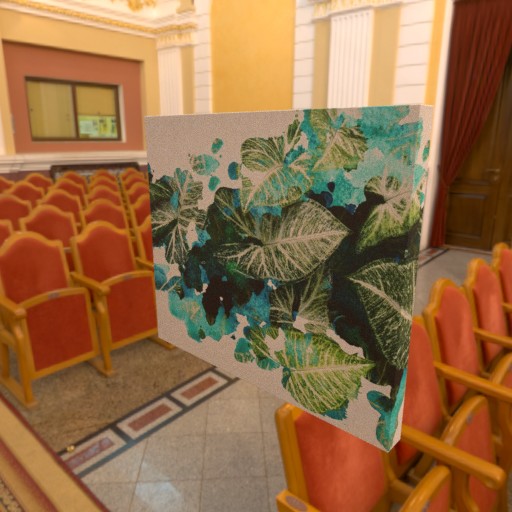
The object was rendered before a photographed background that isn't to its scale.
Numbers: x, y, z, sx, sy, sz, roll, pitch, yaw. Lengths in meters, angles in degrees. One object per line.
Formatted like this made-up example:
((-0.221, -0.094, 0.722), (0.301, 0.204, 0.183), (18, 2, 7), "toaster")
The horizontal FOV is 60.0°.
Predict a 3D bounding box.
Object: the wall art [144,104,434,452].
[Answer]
((0.000, 0.000, 0.704), (0.507, 0.435, 0.041), (14, 21, 41), "wall art")
